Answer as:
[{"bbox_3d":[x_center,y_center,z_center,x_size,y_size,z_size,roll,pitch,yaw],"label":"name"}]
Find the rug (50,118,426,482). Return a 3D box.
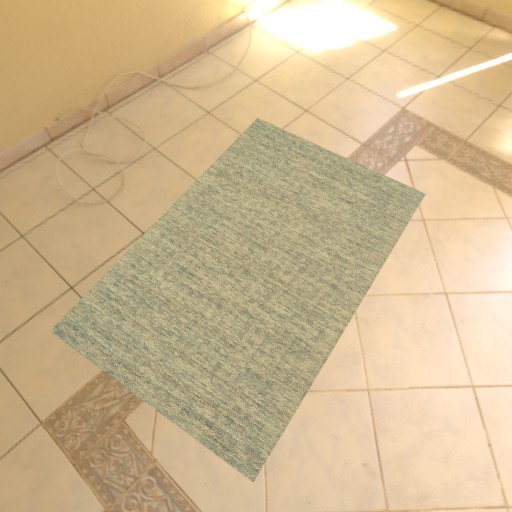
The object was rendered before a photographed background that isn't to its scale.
[{"bbox_3d":[0.000,0.000,2.288,1.142,0.006,1.752,29,62,17],"label":"rug"}]
